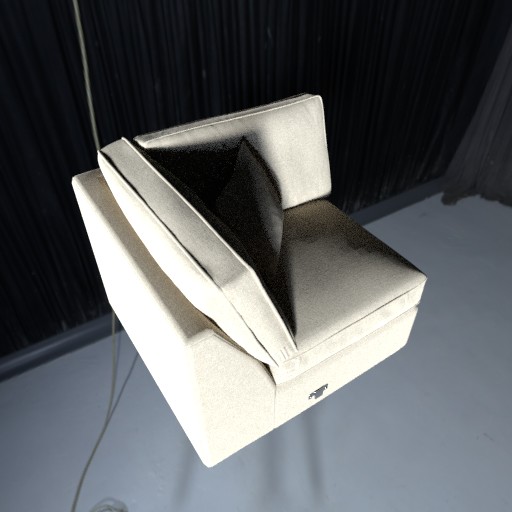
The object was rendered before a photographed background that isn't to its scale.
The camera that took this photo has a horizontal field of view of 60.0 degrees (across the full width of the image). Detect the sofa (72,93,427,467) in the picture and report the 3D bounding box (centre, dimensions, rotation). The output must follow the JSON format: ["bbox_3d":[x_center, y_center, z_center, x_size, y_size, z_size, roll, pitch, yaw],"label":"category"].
[{"bbox_3d":[0.000,0.000,1.948,1.146,1.002,1.084,-23,46,-25],"label":"sofa"}]
